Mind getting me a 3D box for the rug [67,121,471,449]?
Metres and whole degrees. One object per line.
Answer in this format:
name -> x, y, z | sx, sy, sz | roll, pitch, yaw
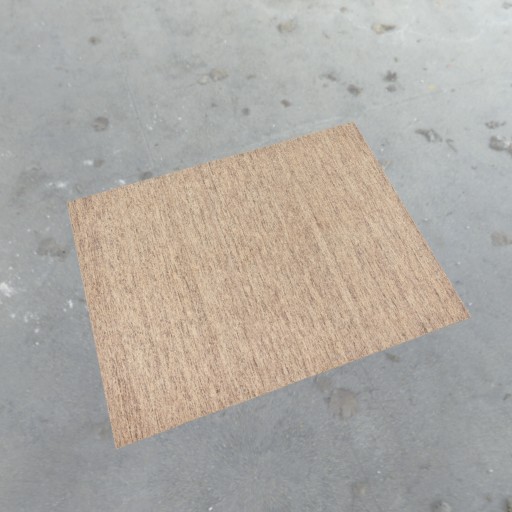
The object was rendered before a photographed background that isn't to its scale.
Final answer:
rug -> 0.000, 0.000, 4.229 | 3.205, 0.013, 2.448 | -18, 65, -9
